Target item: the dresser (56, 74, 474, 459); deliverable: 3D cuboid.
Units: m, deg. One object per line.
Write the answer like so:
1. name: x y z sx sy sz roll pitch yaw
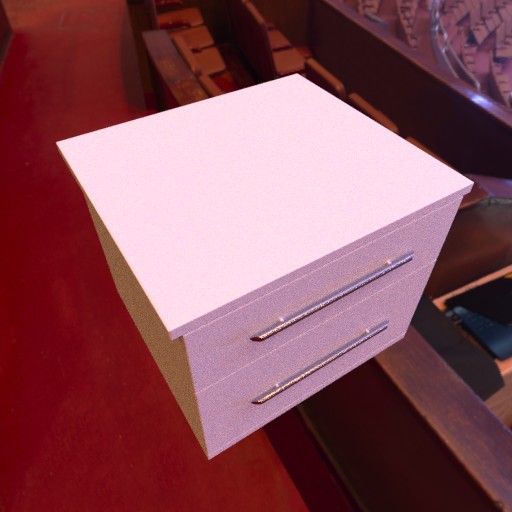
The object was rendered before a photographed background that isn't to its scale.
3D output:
1. dresser: 0.000 0.000 0.730 0.430 0.360 0.400 -24 51 -22
